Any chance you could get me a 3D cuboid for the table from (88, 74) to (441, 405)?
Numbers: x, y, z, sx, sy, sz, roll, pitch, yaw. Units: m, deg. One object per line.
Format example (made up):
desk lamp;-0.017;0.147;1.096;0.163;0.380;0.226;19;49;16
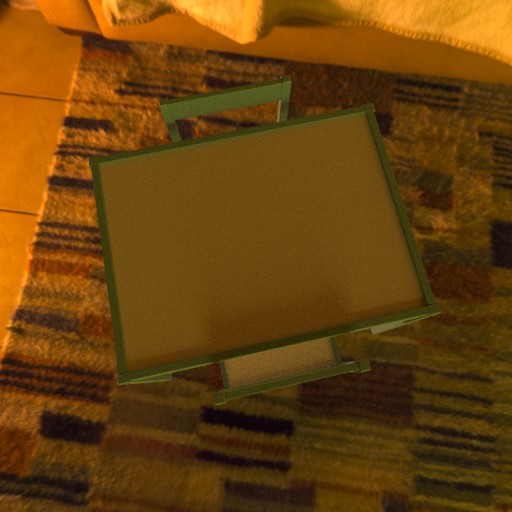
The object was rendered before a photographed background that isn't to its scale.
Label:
table;0.000;0.000;1.108;0.639;0.503;0.633;-12;76;-3
